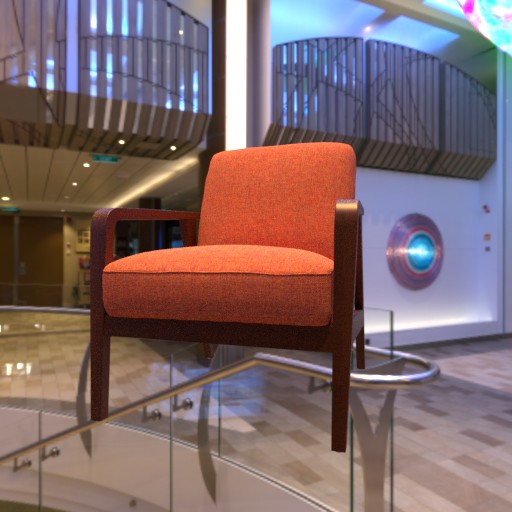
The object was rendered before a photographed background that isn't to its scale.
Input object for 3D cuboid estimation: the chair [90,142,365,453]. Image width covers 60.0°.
[{"bbox_3d":[0.000,0.000,1.484,0.719,0.890,0.860,0,0,17],"label":"chair"}]
